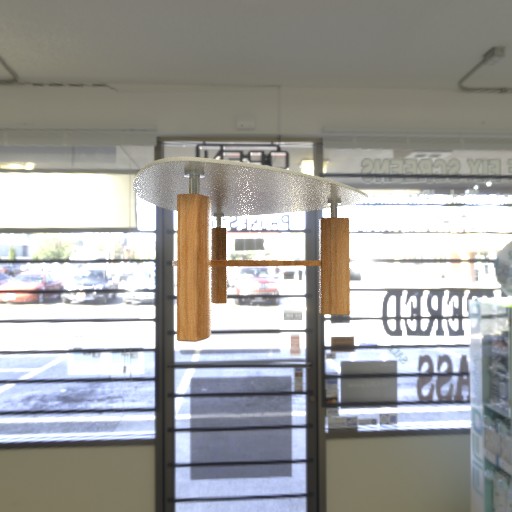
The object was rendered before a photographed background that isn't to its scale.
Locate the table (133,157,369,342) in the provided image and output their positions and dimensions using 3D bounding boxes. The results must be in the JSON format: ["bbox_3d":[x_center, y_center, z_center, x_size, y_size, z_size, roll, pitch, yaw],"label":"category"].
[{"bbox_3d":[0.000,0.000,1.653,0.850,0.440,1.250,0,-1,-1],"label":"table"}]
